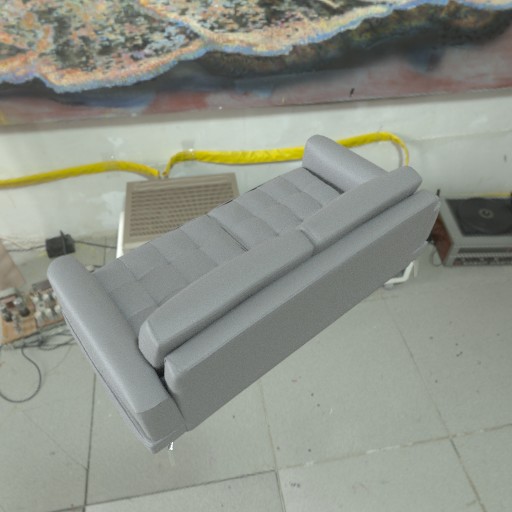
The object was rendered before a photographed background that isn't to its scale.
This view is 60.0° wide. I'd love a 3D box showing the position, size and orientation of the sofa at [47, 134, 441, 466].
[{"bbox_3d":[0.000,0.000,2.665,2.177,0.930,1.121,-31,54,-26],"label":"sofa"}]
